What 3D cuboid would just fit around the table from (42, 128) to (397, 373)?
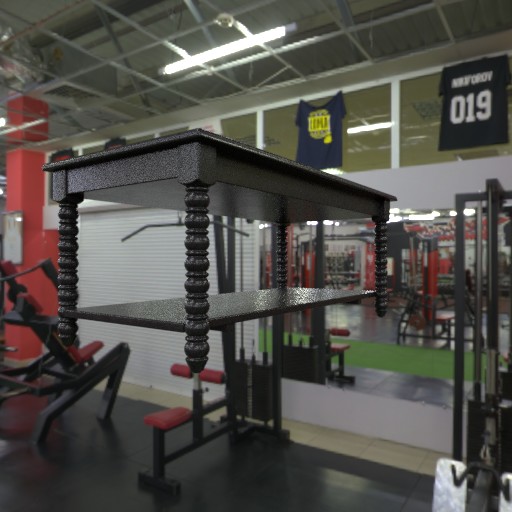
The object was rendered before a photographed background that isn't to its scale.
[{"bbox_3d":[0.000,0.000,1.489,0.580,0.487,1.171,0,-1,36],"label":"table"}]
